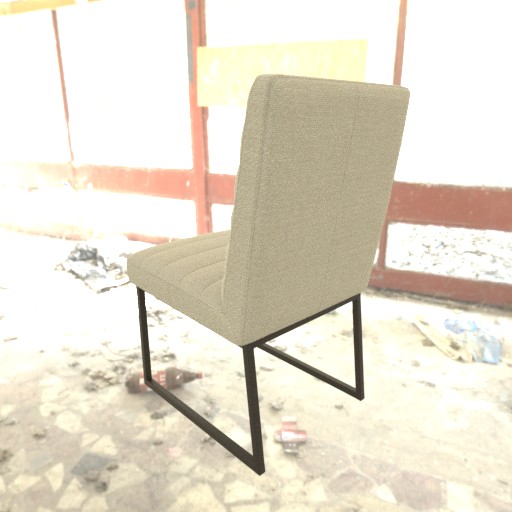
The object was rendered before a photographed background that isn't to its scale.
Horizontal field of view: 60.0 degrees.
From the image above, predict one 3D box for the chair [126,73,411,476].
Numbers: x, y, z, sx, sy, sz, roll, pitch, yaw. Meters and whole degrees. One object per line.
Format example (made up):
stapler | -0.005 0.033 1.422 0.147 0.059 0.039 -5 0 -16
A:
chair | 0.000 0.000 1.290 0.520 0.930 0.634 -16 23 -41
